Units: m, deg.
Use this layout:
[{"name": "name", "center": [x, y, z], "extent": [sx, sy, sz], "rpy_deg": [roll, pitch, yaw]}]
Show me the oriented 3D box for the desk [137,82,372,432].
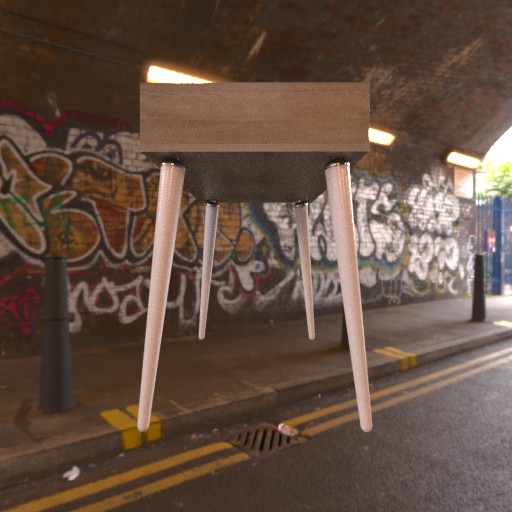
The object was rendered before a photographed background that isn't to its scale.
[{"name": "desk", "center": [0.000, 0.000, 1.400], "extent": [0.491, 0.723, 0.979], "rpy_deg": [0, 1, 0]}]
